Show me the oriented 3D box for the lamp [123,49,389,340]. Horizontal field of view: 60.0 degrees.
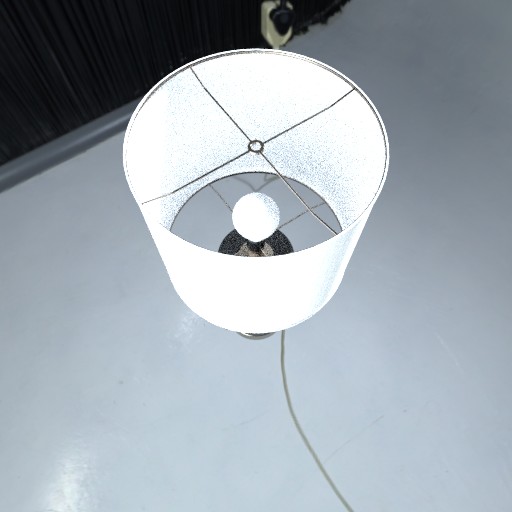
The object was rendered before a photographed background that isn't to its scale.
[{"bbox_3d":[0.000,0.000,0.621,0.240,0.482,0.241,-32,68,-14],"label":"lamp"}]
